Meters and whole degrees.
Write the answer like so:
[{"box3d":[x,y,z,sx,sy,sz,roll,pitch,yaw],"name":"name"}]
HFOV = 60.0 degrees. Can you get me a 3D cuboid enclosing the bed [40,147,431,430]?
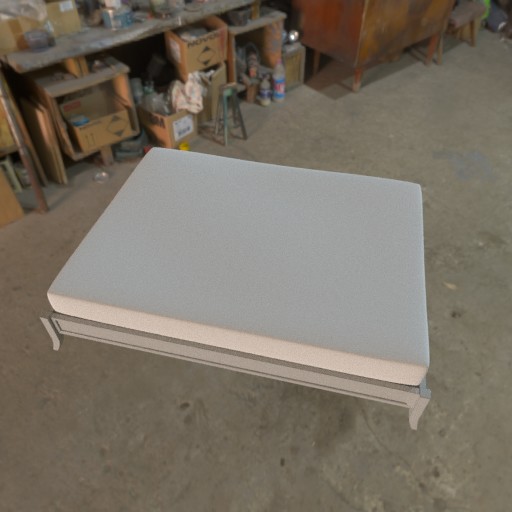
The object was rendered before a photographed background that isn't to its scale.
[{"box3d":[0.000,0.000,2.845,2.108,0.510,1.604,10,46,9],"name":"bed"}]
